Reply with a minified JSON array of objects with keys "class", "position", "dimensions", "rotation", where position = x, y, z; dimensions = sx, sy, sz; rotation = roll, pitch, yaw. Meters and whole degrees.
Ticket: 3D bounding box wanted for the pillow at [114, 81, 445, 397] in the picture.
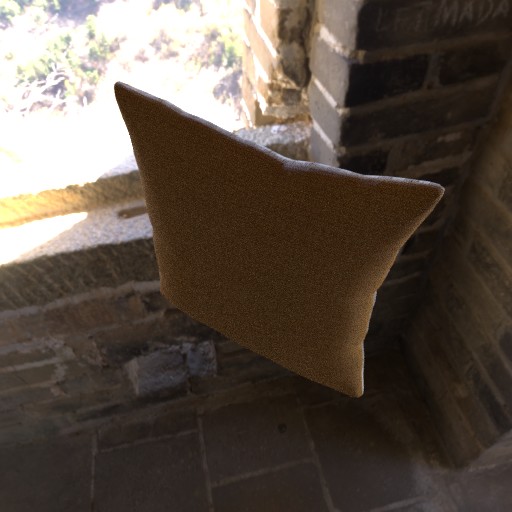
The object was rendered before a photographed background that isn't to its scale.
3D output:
[{"class":"pillow","position":[0.000,0.000,0.659],"dimensions":[0.432,0.437,0.147],"rotation":[23,50,21]}]
